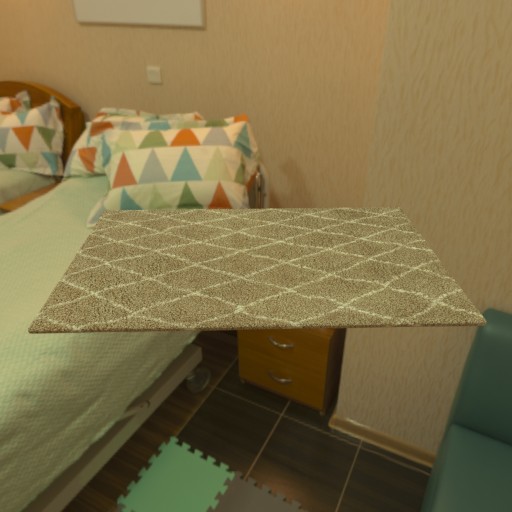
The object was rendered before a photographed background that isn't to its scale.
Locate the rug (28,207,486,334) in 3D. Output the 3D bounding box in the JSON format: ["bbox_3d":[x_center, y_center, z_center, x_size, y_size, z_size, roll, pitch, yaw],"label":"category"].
[{"bbox_3d":[0.000,0.000,2.999,2.438,0.030,1.524,-1,30,-1],"label":"rug"}]
